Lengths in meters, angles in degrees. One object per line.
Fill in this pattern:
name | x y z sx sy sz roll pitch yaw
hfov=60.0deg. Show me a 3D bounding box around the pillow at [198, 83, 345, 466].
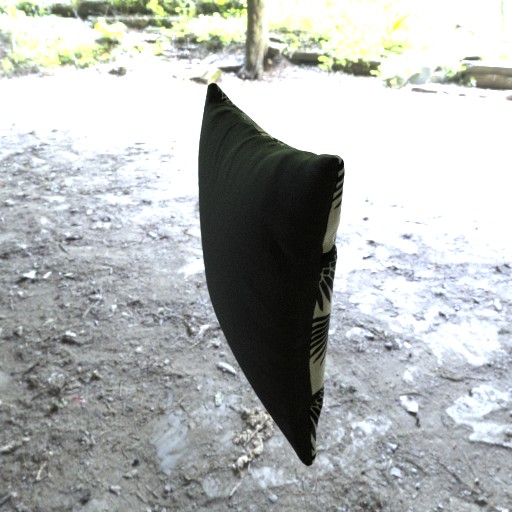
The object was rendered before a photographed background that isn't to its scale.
pillow | 0.000 0.000 0.672 0.139 0.432 0.432 -10 32 -17
